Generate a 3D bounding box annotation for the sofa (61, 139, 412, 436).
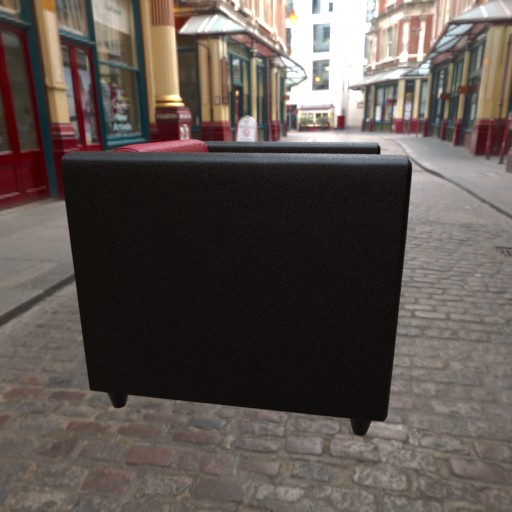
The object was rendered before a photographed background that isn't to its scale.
[{"bbox_3d":[0.000,0.000,1.453,0.809,0.724,0.839,3,17,9],"label":"sofa"}]
